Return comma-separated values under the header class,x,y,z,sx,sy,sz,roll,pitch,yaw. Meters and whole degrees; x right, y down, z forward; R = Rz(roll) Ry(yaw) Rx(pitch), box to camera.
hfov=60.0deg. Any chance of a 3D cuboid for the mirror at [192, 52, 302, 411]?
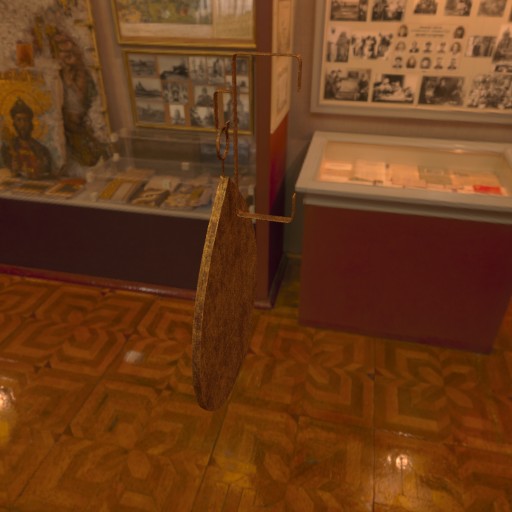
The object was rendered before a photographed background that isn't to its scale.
class,x,y,z,sx,sy,sz,roll,pitch,yaw
mirror,0.000,0.000,0.888,0.144,0.744,0.405,8,33,13
